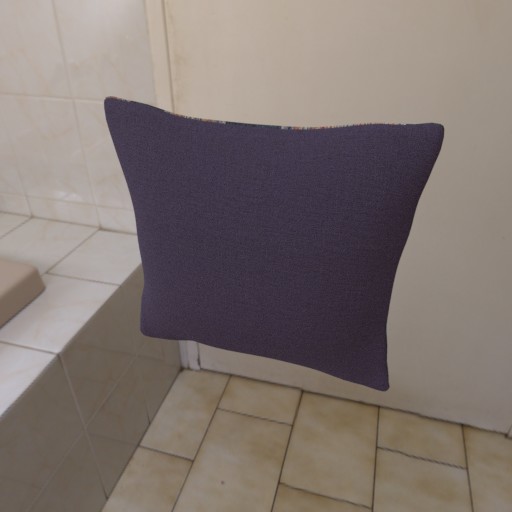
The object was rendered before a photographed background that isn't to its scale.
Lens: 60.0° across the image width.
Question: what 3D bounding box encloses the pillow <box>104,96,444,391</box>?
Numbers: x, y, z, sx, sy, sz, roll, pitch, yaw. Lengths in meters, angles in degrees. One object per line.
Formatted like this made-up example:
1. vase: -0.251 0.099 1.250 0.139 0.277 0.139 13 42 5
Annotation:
1. pillow: 0.000 0.000 0.643 0.437 0.419 0.136 10 33 15
